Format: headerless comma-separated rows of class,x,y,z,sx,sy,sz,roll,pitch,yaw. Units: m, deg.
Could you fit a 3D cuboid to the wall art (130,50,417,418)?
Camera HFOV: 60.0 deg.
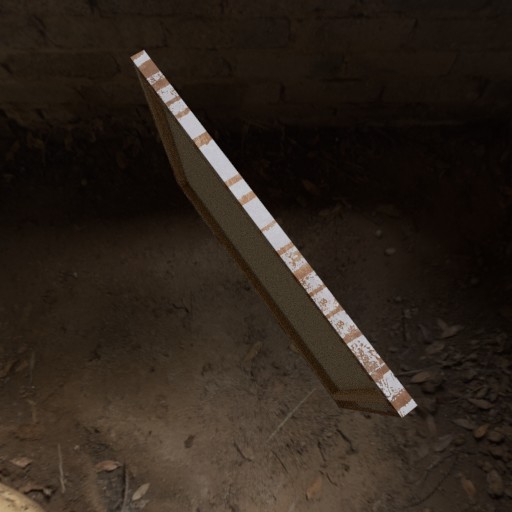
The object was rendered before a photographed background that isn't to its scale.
wall art,0.000,0.000,1.159,0.035,0.609,0.914,-34,76,-10
